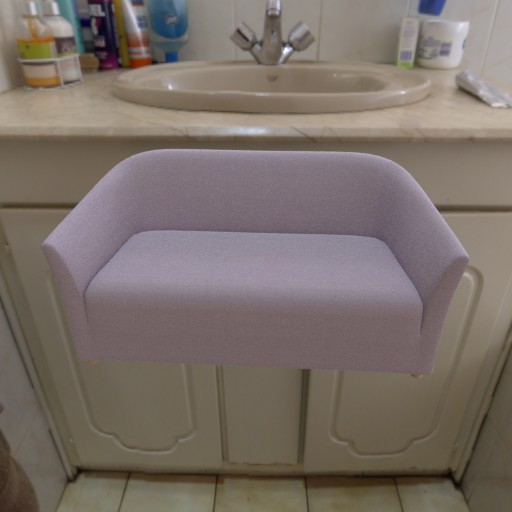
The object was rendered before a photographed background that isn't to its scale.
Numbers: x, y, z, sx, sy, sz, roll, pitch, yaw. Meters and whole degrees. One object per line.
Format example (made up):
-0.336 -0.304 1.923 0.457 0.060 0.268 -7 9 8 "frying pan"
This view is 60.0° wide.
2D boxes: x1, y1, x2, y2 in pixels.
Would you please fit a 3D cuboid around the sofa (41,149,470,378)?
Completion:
0.000 0.000 1.890 1.452 0.721 0.705 2 30 3 "sofa"
